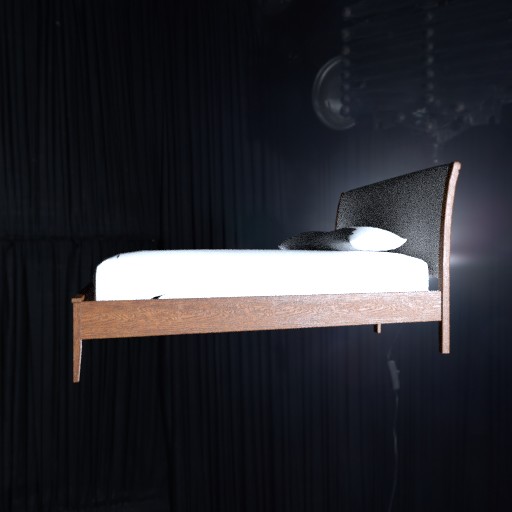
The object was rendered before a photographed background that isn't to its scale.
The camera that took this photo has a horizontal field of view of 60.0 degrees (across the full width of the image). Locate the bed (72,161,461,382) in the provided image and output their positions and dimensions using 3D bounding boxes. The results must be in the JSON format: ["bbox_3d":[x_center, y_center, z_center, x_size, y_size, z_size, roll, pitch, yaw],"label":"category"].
[{"bbox_3d":[0.000,0.000,3.303,2.380,1.250,1.612,0,0,-16],"label":"bed"}]
